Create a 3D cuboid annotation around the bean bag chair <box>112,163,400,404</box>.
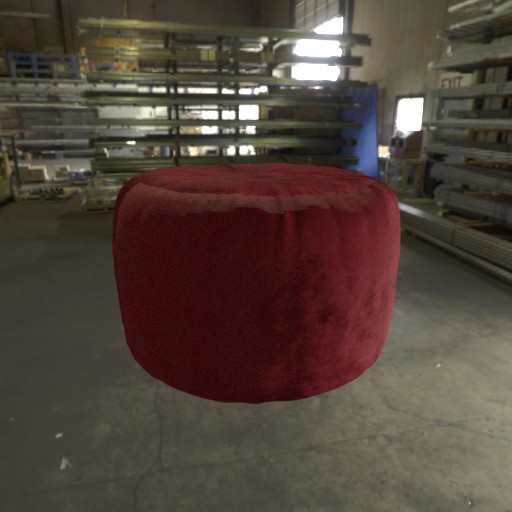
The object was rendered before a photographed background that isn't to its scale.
[{"bbox_3d":[0.000,0.000,1.981,1.219,0.762,1.219,0,17,0],"label":"bean bag chair"}]
